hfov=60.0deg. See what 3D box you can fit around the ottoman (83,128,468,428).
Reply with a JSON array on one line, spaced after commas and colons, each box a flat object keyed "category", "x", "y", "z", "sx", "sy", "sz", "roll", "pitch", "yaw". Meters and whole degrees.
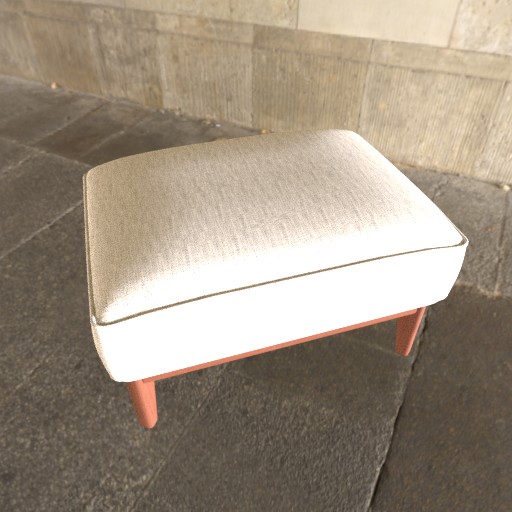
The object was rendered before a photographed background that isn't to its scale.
[{"category": "ottoman", "x": 0.000, "y": 0.000, "z": 1.160, "sx": 0.794, "sy": 0.465, "sz": 0.594, "roll": -12, "pitch": 42, "yaw": -13}]
